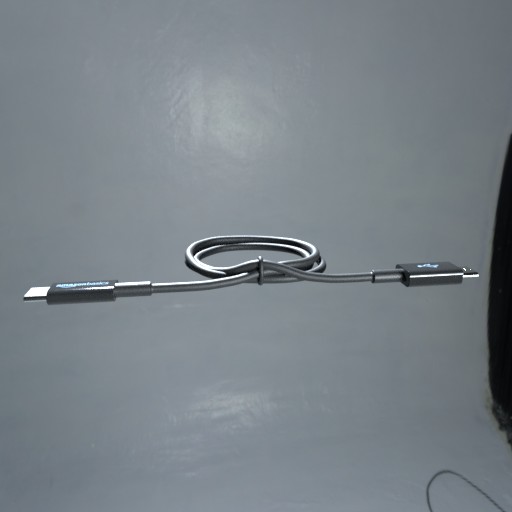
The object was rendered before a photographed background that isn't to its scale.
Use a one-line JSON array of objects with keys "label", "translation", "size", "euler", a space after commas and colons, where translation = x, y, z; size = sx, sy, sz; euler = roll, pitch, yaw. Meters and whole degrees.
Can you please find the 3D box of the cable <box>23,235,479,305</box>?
[{"label": "cable", "translation": [0.000, 0.000, 0.215], "size": [0.192, 0.014, 0.070], "euler": [-3, 18, -8]}]
